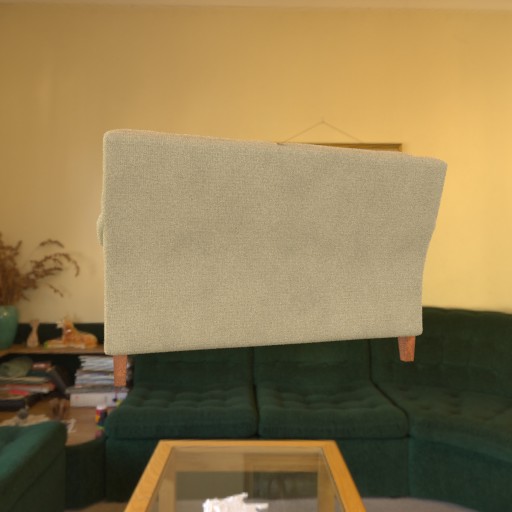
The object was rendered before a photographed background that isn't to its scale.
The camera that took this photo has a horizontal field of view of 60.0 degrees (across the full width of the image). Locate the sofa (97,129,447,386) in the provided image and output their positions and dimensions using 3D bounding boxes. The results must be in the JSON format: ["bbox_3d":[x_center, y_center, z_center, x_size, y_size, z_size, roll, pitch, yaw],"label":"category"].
[{"bbox_3d":[0.000,0.000,2.209,1.480,0.999,1.087,0,0,-18],"label":"sofa"}]
